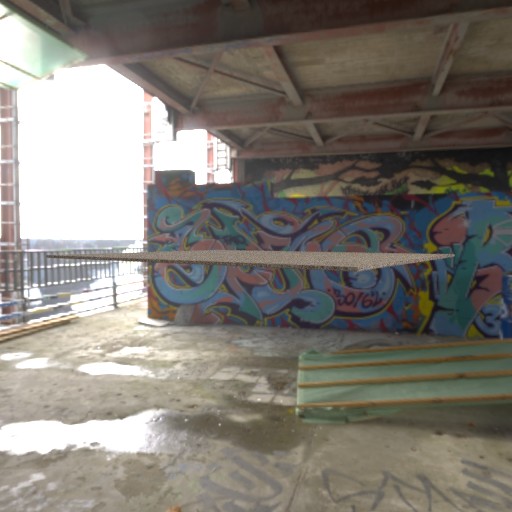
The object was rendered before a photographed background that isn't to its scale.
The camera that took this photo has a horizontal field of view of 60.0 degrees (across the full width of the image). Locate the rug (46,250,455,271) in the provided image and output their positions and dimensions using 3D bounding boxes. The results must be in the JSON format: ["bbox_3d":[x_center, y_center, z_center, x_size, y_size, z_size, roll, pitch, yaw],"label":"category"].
[{"bbox_3d":[0.000,0.000,4.163,3.000,0.025,2.400,2,3,35],"label":"rug"}]
